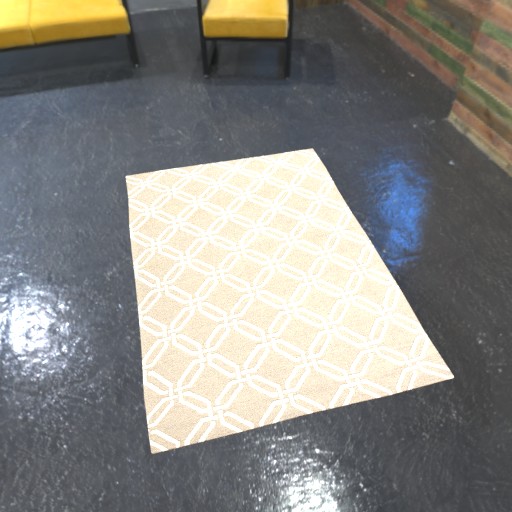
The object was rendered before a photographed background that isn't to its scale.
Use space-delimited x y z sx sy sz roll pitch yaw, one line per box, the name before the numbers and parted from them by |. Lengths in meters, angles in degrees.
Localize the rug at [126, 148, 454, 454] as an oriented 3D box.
rug | 0.000 0.000 2.802 1.524 0.013 2.135 -11 47 -10
